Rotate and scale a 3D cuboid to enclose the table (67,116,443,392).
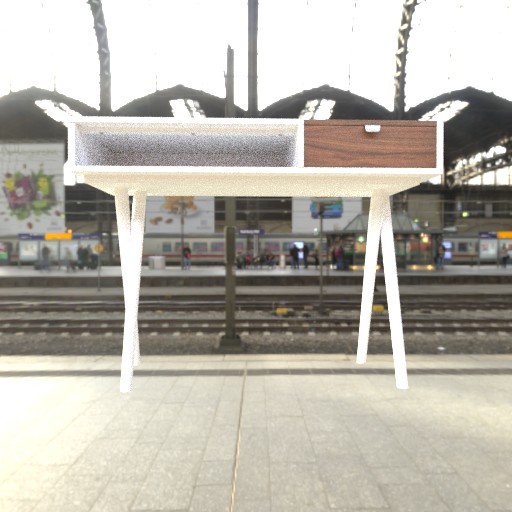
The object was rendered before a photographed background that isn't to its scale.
[{"bbox_3d":[0.000,0.000,1.450,1.066,0.785,0.418,0,1,-2],"label":"table"}]
